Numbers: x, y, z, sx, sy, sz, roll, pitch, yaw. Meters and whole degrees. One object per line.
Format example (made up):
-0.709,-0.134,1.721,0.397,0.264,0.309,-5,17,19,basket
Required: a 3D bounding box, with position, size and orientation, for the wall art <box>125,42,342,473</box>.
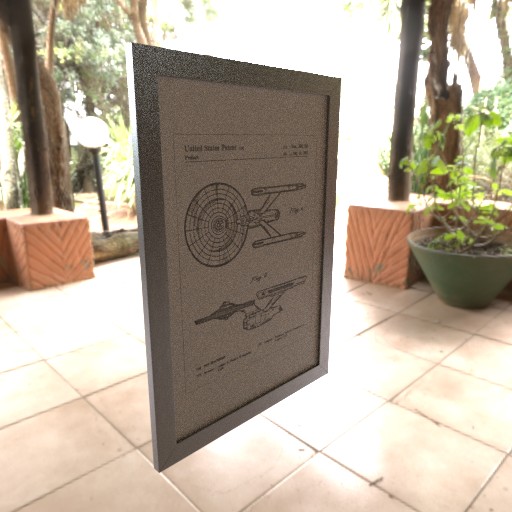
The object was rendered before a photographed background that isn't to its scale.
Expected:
0.000,0.000,0.658,0.376,0.529,0.013,-14,20,-43,wall art
